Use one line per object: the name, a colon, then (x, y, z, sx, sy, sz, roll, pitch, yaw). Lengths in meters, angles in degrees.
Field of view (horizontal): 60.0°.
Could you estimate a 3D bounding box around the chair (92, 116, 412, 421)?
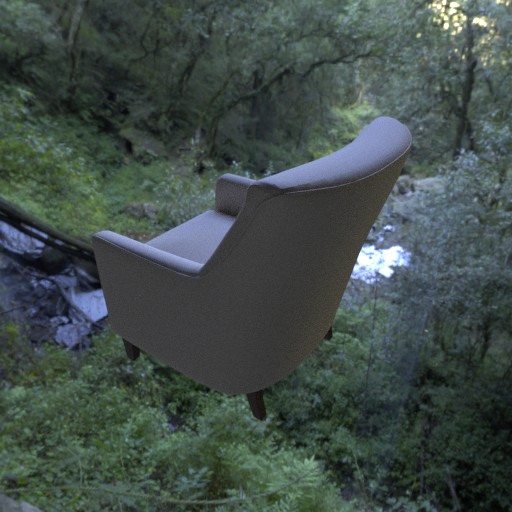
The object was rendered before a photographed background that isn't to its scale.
chair: (0.000, 0.000, 1.580, 0.879, 0.916, 0.756, 20, 36, 30)
